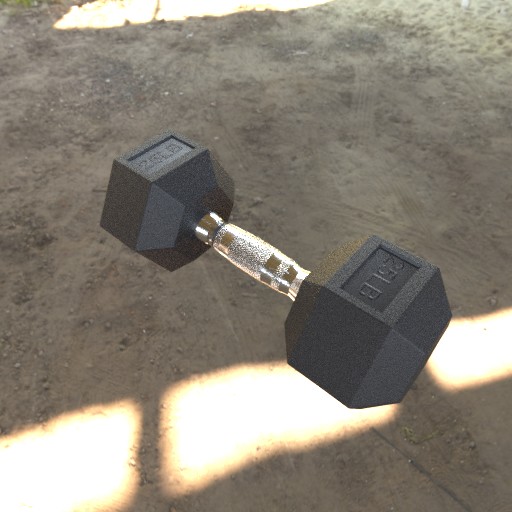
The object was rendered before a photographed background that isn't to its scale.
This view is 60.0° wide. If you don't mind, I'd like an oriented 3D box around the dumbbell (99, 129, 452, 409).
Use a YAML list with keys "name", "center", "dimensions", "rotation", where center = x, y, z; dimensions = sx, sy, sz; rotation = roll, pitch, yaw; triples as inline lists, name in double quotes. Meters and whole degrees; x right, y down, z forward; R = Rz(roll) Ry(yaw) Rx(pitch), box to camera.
- name: "dumbbell"
  center: [0.000, 0.000, 0.383]
  dimensions: [0.315, 0.113, 0.129]
  rotation: [32, 55, 26]
